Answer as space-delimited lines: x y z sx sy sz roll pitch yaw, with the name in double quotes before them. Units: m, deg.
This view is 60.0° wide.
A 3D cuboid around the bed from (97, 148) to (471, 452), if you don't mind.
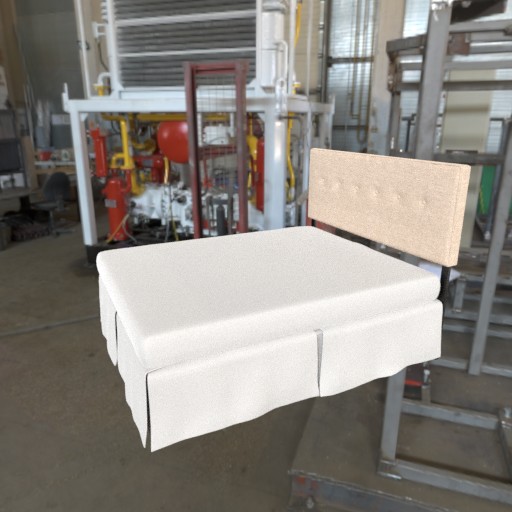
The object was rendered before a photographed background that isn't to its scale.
"bed" 0.000 0.000 2.994 1.978 1.270 1.643 -8 19 -25
